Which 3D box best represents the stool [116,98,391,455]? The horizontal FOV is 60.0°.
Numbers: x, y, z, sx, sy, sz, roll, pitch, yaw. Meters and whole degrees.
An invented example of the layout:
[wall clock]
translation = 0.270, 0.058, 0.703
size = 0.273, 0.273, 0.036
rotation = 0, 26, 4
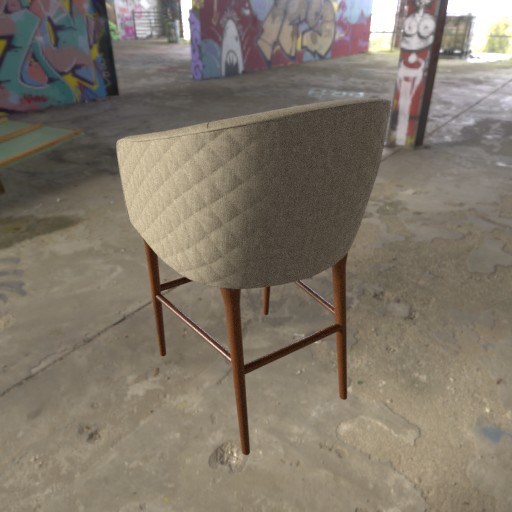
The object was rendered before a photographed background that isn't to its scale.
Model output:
[stool]
translation = 0.000, 0.000, 1.297
size = 0.559, 0.952, 0.635
rotation = -18, 34, -28
